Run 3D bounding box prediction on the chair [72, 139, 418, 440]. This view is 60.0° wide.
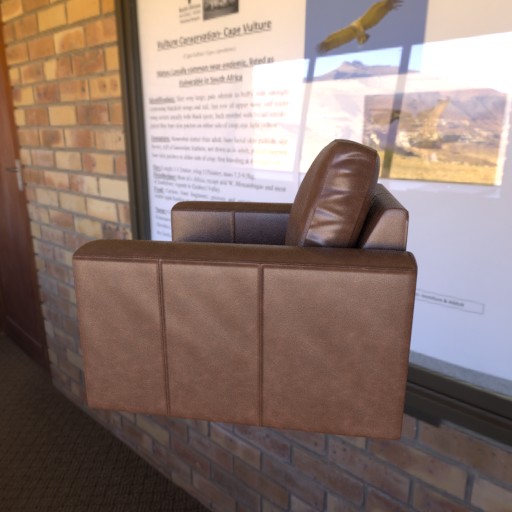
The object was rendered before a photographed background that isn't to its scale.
[{"bbox_3d":[0.000,0.000,1.720,1.016,0.873,1.005,3,16,9],"label":"chair"}]
